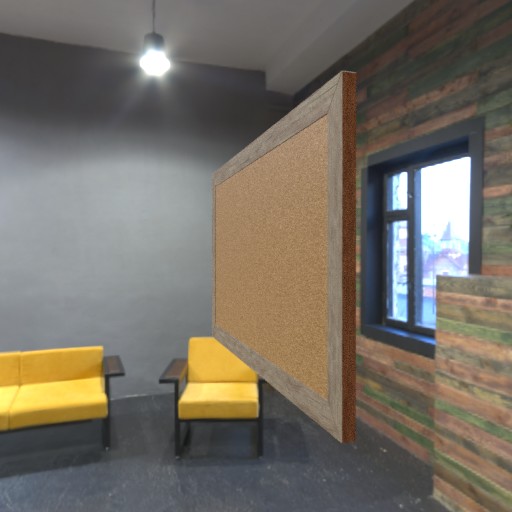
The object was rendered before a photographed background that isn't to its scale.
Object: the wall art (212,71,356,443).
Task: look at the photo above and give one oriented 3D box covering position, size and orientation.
[{"bbox_3d":[0.000,0.000,0.943,0.021,0.480,0.780,0,0,-18],"label":"wall art"}]
